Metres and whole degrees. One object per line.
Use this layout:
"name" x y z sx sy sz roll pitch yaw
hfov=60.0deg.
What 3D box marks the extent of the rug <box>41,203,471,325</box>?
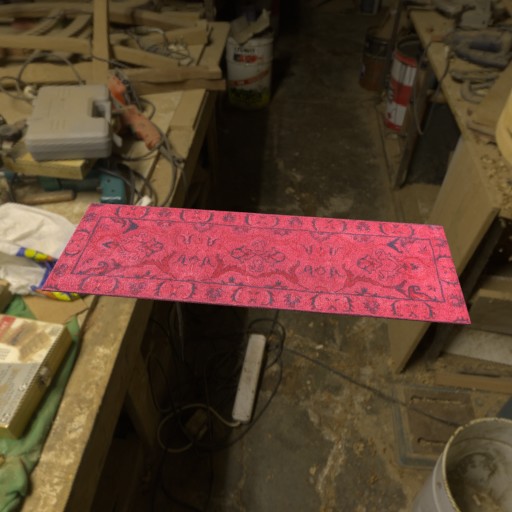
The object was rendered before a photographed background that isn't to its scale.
"rug" 0.000 0.000 2.781 2.439 0.018 0.813 4 46 4
